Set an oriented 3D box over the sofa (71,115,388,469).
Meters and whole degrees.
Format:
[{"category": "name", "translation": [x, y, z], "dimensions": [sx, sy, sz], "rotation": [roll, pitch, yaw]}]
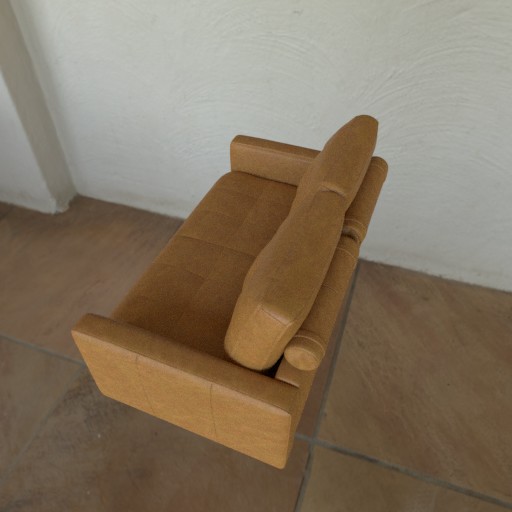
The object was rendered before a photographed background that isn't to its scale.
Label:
[{"category": "sofa", "translation": [0.000, 0.000, 1.943], "dimensions": [0.868, 0.898, 1.430], "rotation": [16, 47, 15]}]
